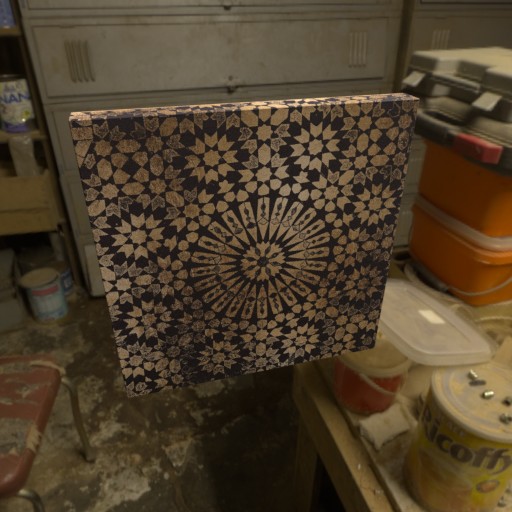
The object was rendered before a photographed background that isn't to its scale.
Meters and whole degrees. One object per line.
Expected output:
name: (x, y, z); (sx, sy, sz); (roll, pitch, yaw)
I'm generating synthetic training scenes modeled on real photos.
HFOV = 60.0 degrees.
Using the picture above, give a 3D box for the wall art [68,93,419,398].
wall art: (0.000, 0.000, 0.614); (0.405, 0.405, 0.038); (-8, 32, -13)
